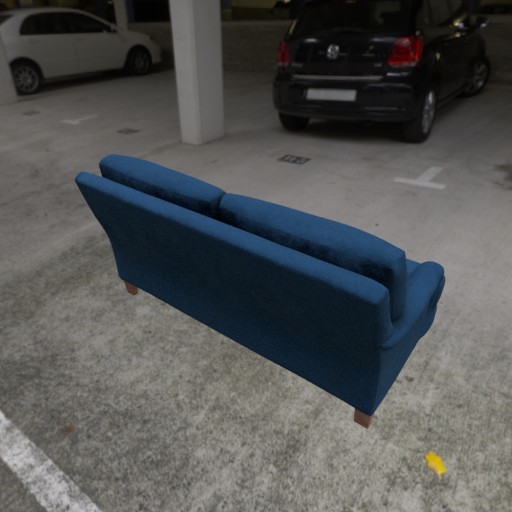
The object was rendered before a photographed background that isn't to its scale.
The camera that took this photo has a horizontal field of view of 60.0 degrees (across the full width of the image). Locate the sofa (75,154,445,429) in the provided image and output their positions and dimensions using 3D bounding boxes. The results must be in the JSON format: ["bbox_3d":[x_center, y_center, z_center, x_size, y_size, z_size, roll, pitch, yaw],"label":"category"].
[{"bbox_3d":[0.000,0.000,2.832,2.141,1.101,1.084,22,38,31],"label":"sofa"}]
